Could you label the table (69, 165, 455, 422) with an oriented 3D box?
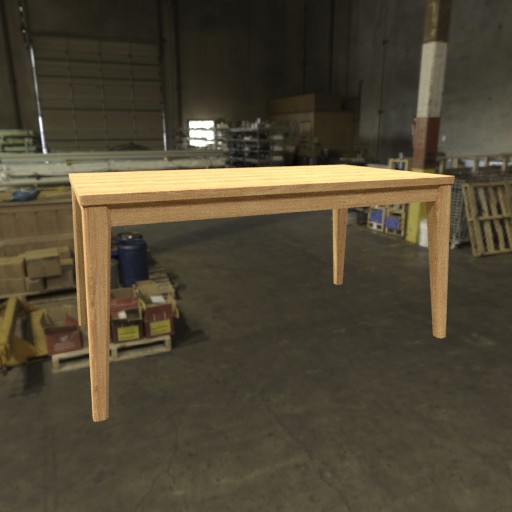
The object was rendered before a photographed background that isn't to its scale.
[{"bbox_3d":[0.000,0.000,2.103,1.600,0.760,0.900,-7,17,-23],"label":"table"}]
